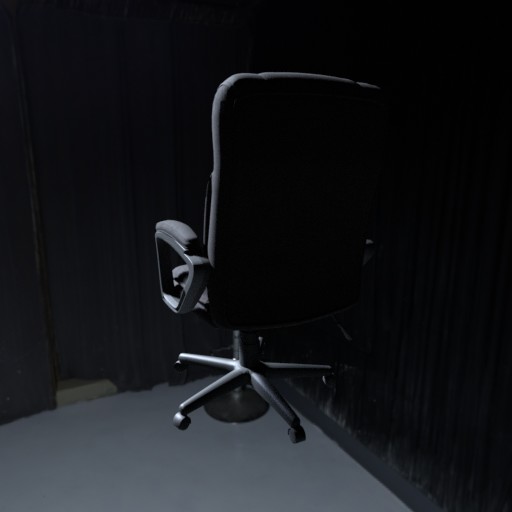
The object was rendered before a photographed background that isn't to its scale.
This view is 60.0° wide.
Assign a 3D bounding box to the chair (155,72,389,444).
[{"bbox_3d":[0.000,0.000,1.547,0.667,1.105,0.724,-7,15,-26],"label":"chair"}]
